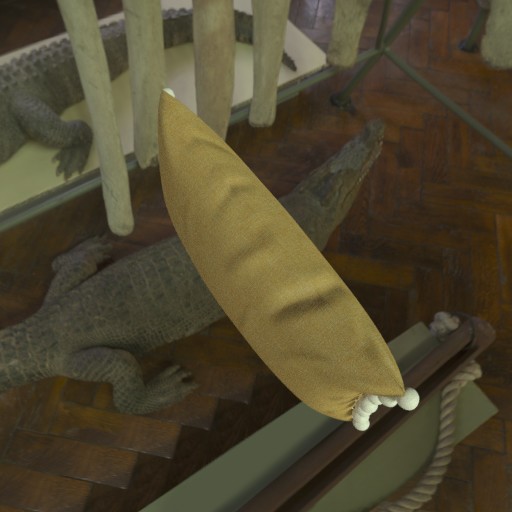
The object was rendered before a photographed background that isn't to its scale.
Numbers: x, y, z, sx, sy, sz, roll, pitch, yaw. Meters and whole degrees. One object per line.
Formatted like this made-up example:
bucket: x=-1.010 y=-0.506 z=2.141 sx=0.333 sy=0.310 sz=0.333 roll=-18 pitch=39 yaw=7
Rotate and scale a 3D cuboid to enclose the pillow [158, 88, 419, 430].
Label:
pillow: x=0.000 y=0.000 z=0.817 sx=0.201 sy=0.322 sz=0.709 roll=-30 pitch=66 yaw=-15
